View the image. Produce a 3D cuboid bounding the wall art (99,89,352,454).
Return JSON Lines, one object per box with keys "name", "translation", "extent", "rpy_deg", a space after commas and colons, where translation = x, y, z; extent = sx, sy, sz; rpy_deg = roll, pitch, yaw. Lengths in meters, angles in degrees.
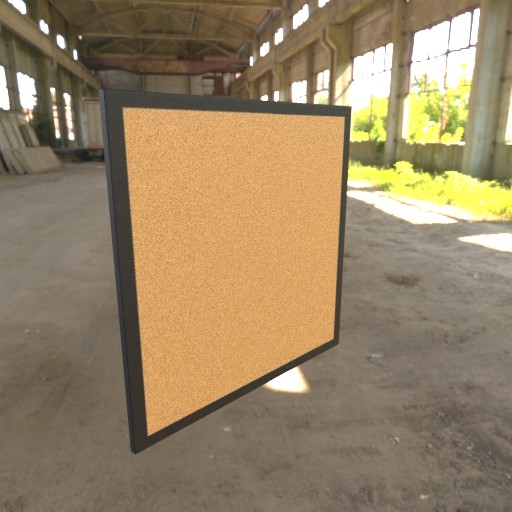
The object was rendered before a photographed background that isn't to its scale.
{"name": "wall art", "translation": [0.000, 0.000, 0.987], "extent": [0.663, 0.659, 0.016], "rpy_deg": [-15, 21, -42]}
